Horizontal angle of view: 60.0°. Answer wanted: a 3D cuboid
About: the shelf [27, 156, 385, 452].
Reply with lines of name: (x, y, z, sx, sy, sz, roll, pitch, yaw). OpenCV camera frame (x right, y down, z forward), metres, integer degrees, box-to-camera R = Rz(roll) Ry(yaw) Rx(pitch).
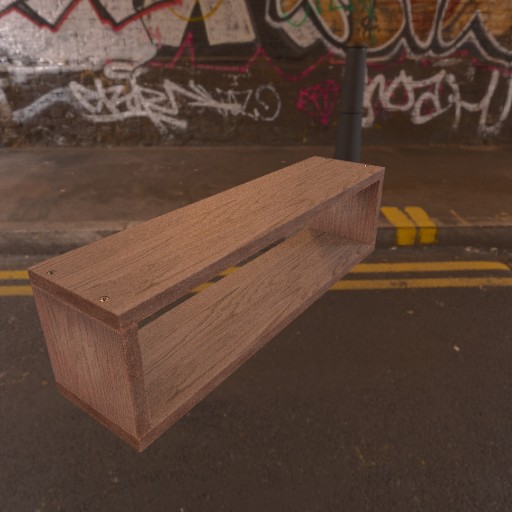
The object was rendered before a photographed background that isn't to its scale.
shelf: (0.000, 0.000, 0.683, 0.150, 0.170, 0.610, 18, 31, 32)
